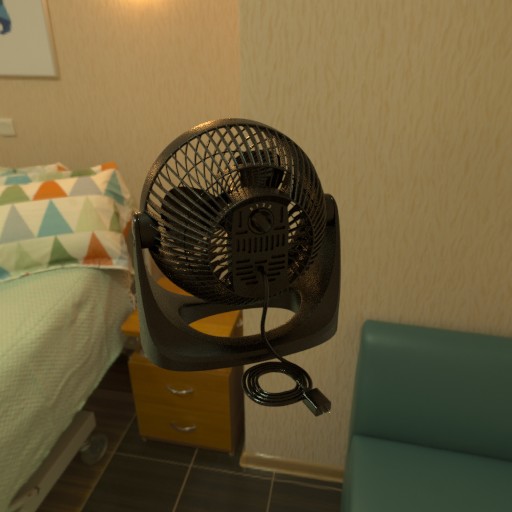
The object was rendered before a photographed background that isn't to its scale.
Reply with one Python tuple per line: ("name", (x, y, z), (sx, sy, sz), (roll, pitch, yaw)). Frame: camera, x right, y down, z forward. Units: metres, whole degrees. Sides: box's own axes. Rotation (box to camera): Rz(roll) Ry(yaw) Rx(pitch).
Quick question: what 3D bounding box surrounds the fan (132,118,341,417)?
("fan", (0.000, 0.000, 0.505), (0.273, 0.277, 0.256), (-8, 26, -16))
